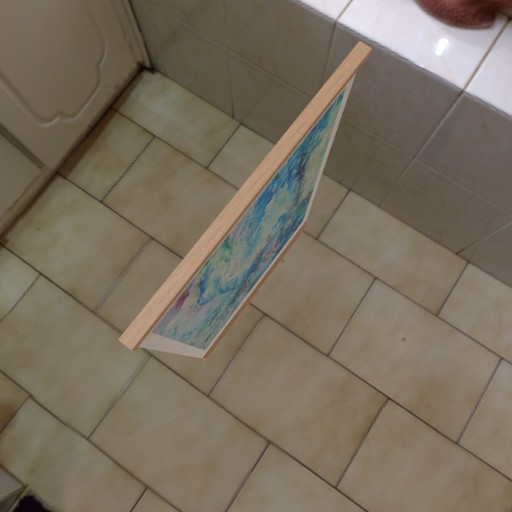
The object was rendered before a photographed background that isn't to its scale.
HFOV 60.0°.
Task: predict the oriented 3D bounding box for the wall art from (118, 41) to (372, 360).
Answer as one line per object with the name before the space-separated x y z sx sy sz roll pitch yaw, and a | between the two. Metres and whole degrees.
wall art | 0.000 0.000 0.618 0.013 0.510 0.335 36 79 8
